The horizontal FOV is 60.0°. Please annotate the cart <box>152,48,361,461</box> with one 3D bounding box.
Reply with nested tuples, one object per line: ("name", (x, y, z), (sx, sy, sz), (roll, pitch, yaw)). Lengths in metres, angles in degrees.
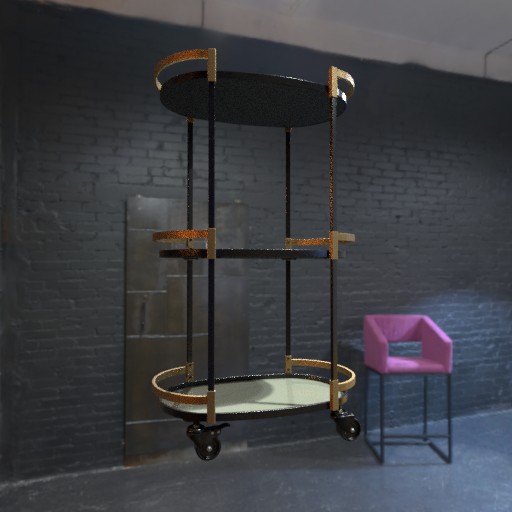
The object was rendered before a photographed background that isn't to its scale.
("cart", (0.000, 0.000, 1.129), (0.515, 0.885, 0.311), (0, -1, -18))
